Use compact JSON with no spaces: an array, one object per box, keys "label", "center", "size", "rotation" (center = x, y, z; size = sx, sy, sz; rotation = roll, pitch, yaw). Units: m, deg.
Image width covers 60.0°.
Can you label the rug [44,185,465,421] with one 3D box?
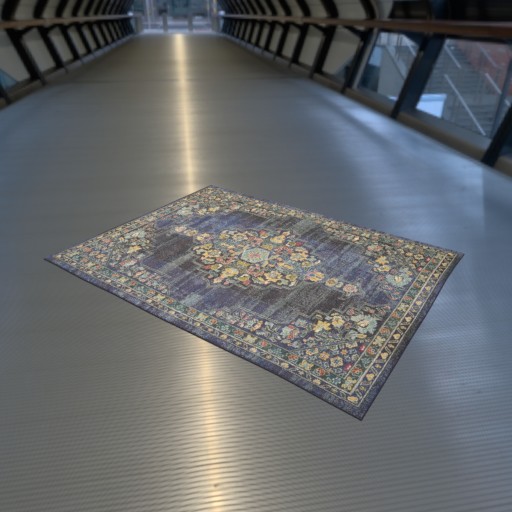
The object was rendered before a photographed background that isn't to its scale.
[{"label":"rug","center":[0.000,0.000,4.739],"size":[3.612,0.035,2.716],"rotation":[19,35,30]}]
